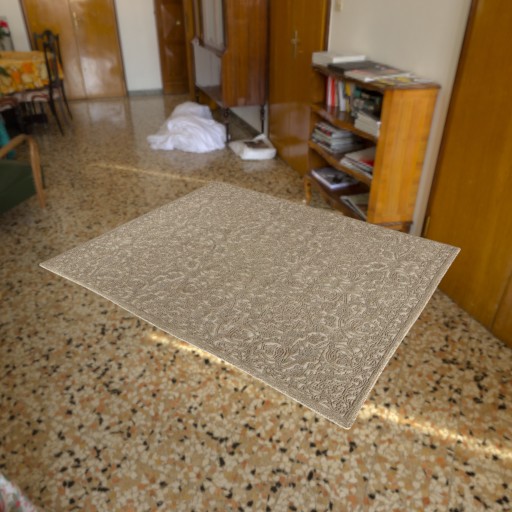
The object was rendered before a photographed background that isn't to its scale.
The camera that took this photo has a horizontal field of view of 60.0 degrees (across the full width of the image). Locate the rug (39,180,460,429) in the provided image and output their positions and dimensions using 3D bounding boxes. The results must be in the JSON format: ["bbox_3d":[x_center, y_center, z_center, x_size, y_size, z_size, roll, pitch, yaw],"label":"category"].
[{"bbox_3d":[0.000,0.000,4.081,3.017,0.035,2.472,20,37,29],"label":"rug"}]
